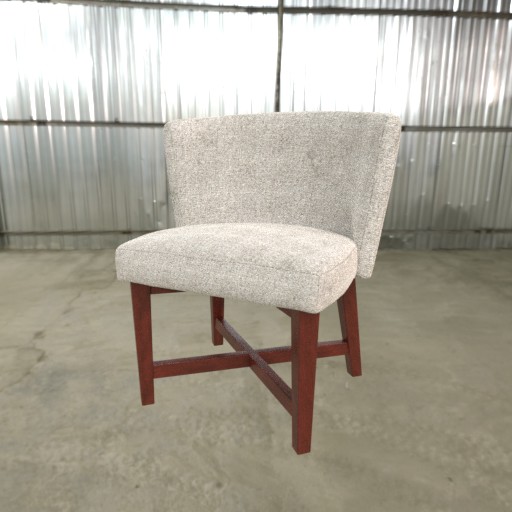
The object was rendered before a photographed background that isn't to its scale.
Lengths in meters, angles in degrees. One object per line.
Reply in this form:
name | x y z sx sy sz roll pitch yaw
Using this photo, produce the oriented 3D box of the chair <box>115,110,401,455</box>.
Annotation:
chair | 0.000 0.000 1.278 0.728 0.827 0.575 7 16 25
